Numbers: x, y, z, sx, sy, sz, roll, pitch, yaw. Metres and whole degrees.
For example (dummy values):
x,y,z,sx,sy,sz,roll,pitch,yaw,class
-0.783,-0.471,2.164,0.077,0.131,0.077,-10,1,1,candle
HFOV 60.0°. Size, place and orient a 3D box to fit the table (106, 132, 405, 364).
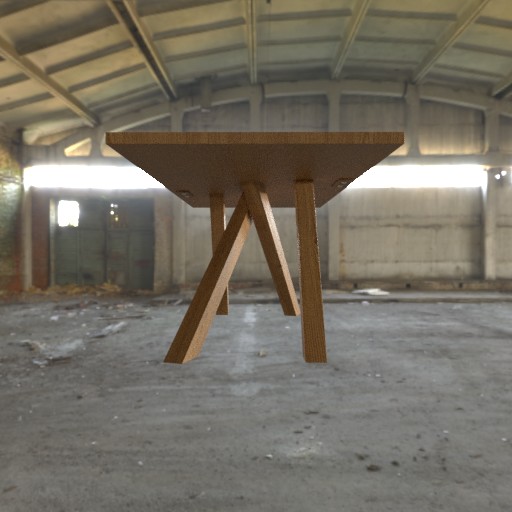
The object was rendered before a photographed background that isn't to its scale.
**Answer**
x,y,z,sx,sy,sz,roll,pitch,yaw,class
0.000,0.000,2.232,0.901,0.750,1.797,0,0,0,table
